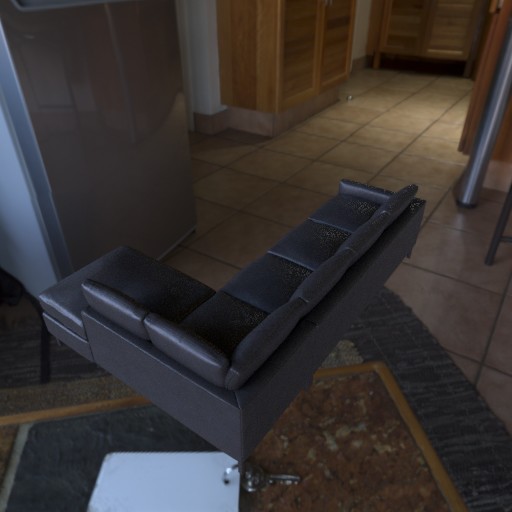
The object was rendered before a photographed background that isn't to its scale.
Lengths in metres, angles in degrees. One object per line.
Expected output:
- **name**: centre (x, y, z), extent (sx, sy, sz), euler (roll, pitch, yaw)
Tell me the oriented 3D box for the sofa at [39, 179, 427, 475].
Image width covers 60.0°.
- **sofa**: centre (0.000, 0.000, 3.882), extent (1.938, 0.877, 2.984), euler (22, 41, 29)
